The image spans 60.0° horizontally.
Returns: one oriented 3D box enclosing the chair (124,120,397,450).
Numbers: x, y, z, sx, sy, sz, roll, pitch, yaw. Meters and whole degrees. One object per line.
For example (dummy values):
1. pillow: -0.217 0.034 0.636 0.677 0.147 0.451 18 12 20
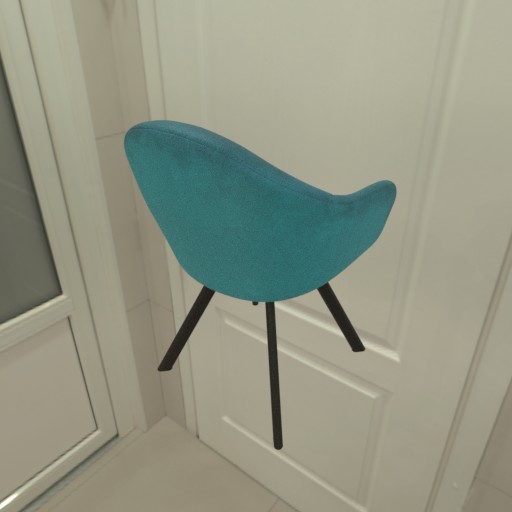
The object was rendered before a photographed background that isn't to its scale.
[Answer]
1. chair: 0.000 0.000 1.173 0.540 0.780 0.570 21 36 33
